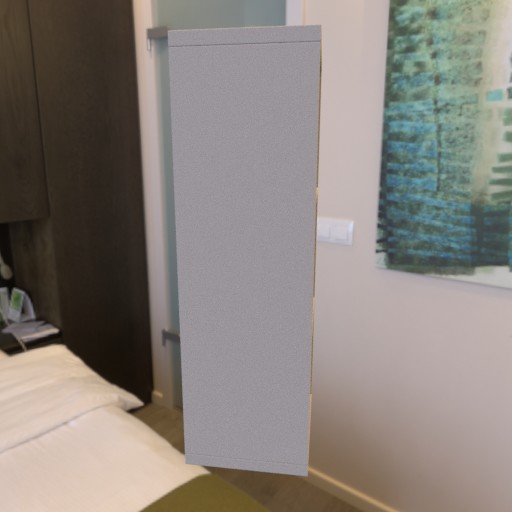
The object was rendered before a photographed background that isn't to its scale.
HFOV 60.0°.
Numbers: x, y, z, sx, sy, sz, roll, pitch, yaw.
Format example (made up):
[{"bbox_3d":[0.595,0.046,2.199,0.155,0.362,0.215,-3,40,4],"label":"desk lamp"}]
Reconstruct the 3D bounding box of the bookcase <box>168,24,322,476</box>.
[{"bbox_3d":[0.000,0.000,1.245,0.330,1.080,0.390,2,13,8],"label":"bookcase"}]
